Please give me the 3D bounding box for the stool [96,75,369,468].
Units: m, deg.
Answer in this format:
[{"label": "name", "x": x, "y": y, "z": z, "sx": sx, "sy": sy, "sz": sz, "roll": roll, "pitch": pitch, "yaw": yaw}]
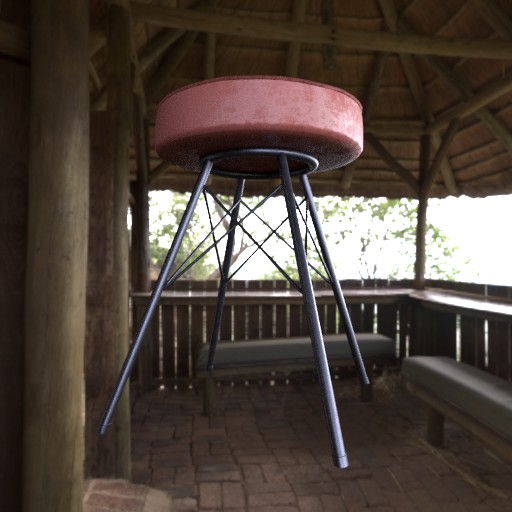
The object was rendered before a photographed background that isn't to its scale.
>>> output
[{"label": "stool", "x": 0.000, "y": 0.000, "z": 0.893, "sx": 0.421, "sy": 0.593, "sz": 0.457, "roll": 0, "pitch": -1, "yaw": 18}]
